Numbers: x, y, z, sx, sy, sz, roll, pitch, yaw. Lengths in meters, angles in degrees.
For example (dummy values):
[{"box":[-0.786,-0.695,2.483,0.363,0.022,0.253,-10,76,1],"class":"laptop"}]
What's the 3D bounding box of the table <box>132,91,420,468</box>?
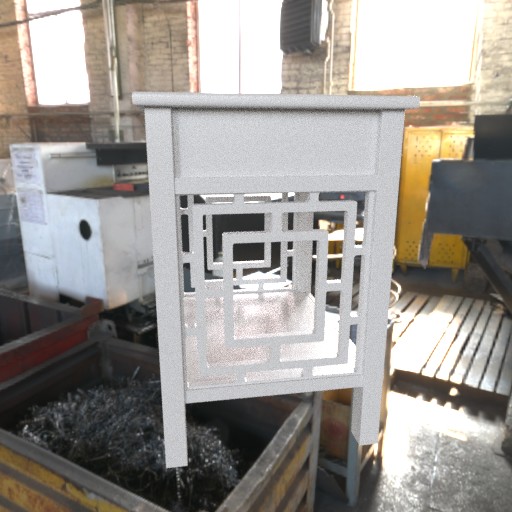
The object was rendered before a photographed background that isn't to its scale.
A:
[{"box":[0.000,0.000,1.012,0.451,0.646,0.564,-2,15,-9],"class":"table"}]
